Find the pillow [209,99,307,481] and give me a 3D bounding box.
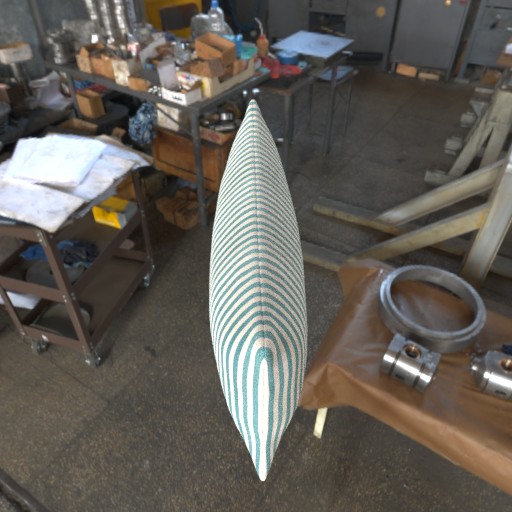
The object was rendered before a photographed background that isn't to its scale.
[{"bbox_3d":[0.000,0.000,0.741,0.151,0.295,0.617,-1,41,-1],"label":"pillow"}]
